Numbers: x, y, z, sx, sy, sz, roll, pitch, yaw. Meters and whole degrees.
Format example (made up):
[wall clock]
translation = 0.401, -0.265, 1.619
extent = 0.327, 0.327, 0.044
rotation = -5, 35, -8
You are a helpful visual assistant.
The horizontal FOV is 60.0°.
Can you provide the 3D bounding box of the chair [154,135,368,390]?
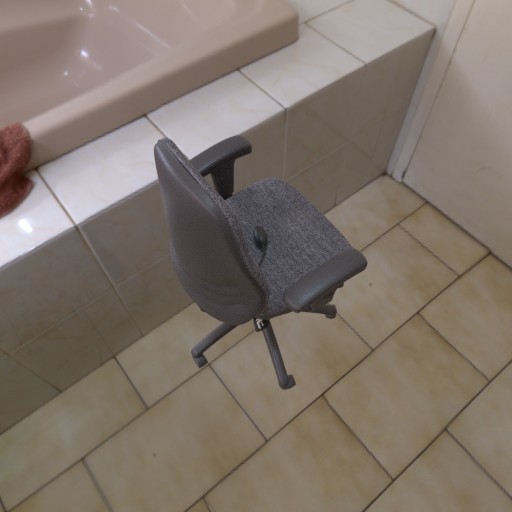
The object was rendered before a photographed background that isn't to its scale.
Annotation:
[chair]
translation = 0.000, 0.000, 1.241
extent = 0.530, 0.910, 0.550
rotation = -32, 63, -18
